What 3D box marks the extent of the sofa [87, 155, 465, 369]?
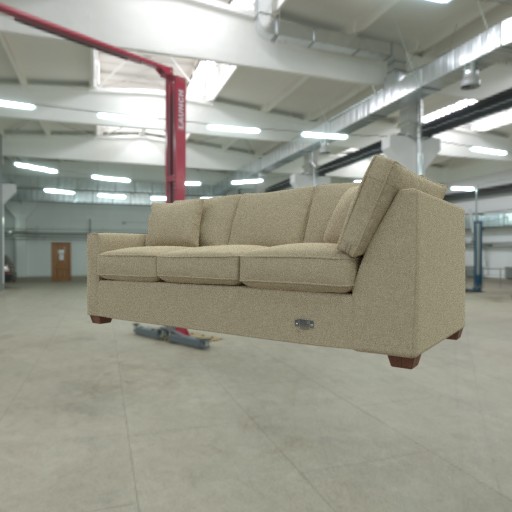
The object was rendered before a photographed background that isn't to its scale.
[{"bbox_3d":[0.000,0.000,2.877,2.317,0.962,1.061,0,0,36],"label":"sofa"}]
